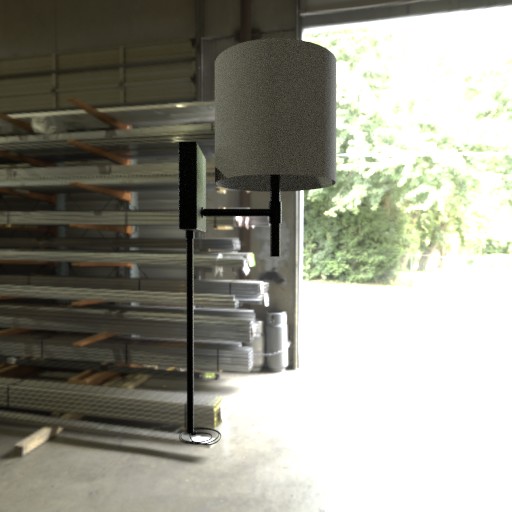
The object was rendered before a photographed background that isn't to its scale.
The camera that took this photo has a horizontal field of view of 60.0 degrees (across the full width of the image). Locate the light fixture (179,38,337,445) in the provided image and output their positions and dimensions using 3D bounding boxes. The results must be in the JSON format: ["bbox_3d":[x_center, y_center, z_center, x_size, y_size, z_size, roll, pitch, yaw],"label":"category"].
[{"bbox_3d":[0.000,0.000,0.695,0.248,0.589,0.188,0,1,0],"label":"light fixture"}]
